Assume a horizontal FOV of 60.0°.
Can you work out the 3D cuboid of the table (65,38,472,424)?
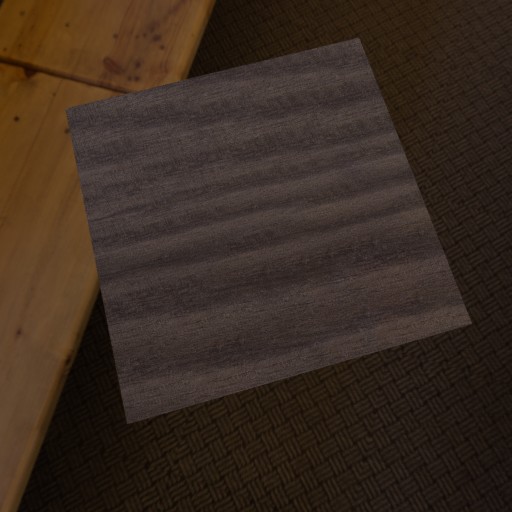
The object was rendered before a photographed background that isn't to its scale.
[{"bbox_3d":[0.000,0.000,0.966,0.506,0.587,0.504,-15,76,-4],"label":"table"}]
